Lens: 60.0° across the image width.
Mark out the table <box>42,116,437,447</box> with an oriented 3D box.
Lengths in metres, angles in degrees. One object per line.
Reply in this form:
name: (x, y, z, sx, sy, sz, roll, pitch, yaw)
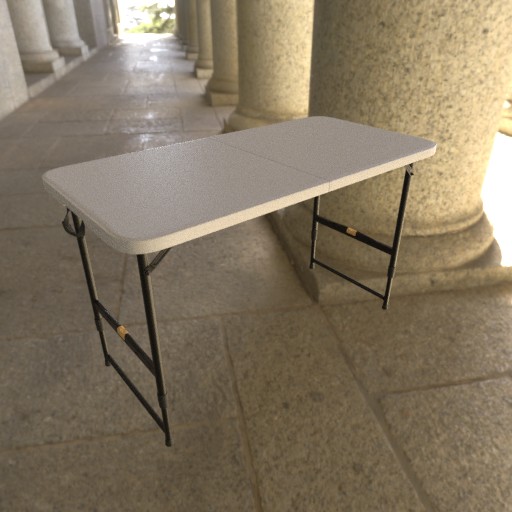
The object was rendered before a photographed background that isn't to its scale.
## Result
table: (0.000, 0.000, 1.611, 1.245, 0.737, 0.611, -22, 37, -34)
